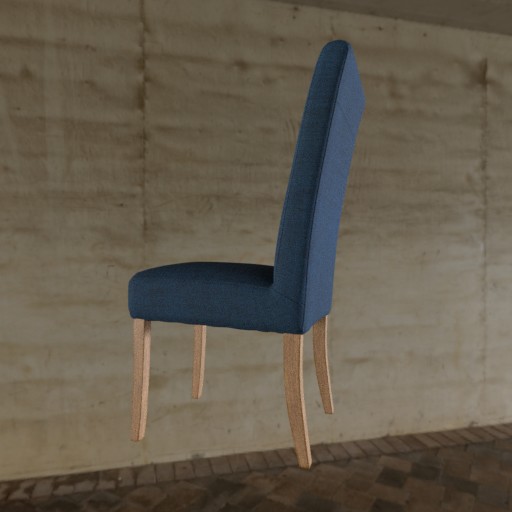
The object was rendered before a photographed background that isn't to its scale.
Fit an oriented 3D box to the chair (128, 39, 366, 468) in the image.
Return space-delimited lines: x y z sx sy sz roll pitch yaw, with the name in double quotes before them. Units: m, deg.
"chair" 0.000 0.000 1.328 0.610 1.029 0.450 0 1 18
